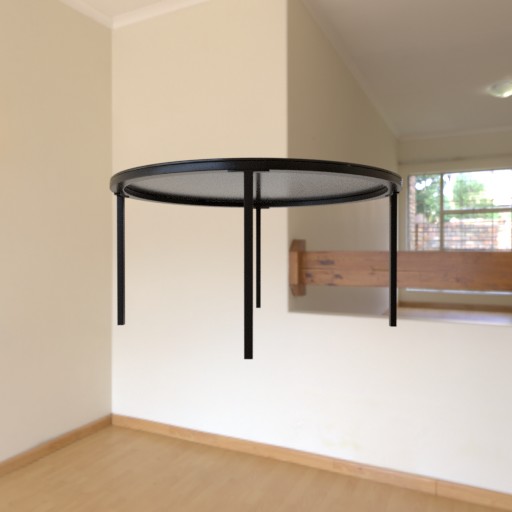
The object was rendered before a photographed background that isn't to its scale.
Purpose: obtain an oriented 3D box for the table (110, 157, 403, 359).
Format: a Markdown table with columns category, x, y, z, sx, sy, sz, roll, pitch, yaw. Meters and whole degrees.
| category | x | y | z | sx | sy | sz | roll | pitch | yaw |
| --- | --- | --- | --- | --- | --- | --- | --- | --- | --- |
| table | 0.000 | 0.000 | 1.276 | 0.800 | 0.400 | 0.800 | 0 | 1 | 0 |
